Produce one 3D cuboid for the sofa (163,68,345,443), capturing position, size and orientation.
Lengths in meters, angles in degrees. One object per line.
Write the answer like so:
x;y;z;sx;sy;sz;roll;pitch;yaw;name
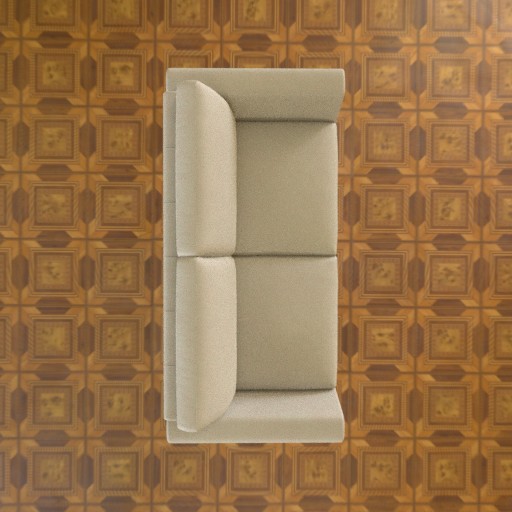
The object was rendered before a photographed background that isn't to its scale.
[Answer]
0.000;0.000;2.522;0.953;0.875;2.017;0;90;-1;sofa
